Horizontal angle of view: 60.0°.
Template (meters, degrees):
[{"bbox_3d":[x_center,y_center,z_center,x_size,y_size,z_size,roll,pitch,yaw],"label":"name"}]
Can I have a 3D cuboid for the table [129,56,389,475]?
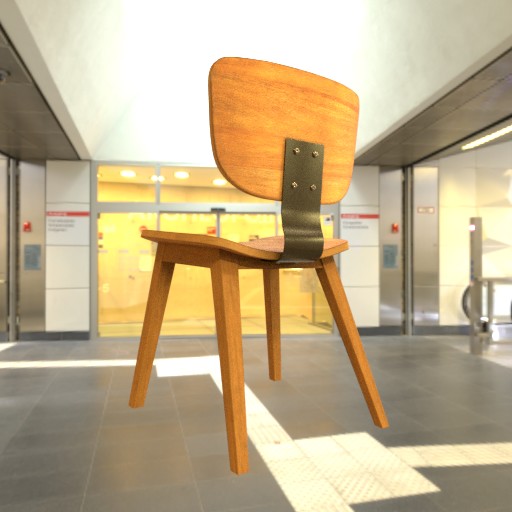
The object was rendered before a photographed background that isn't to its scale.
[{"bbox_3d":[0.000,0.000,1.137,0.499,0.805,0.500,0,-1,-34],"label":"table"}]
